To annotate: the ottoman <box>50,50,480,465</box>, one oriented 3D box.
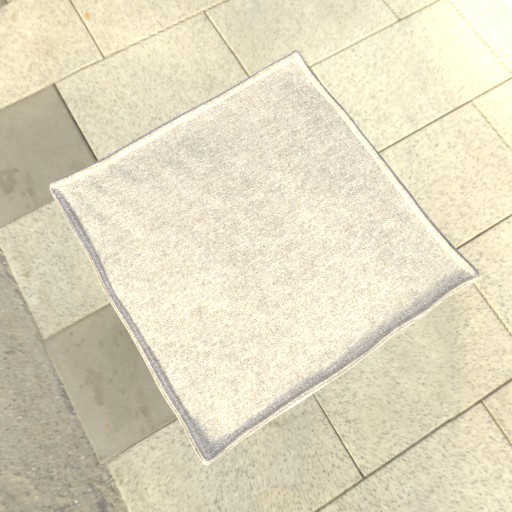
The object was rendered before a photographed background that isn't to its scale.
[{"bbox_3d":[0.000,0.000,1.144,0.696,0.470,0.707,-32,78,-8],"label":"ottoman"}]
